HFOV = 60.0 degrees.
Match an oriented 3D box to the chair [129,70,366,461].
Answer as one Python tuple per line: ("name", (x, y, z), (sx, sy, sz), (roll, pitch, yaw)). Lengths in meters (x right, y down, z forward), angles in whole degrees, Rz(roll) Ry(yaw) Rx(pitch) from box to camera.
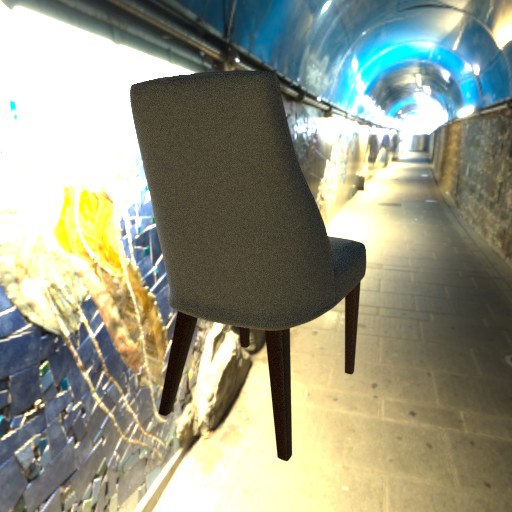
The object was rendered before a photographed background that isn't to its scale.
("chair", (0.000, 0.000, 1.292), (0.500, 0.930, 0.620), (8, 16, 28))
